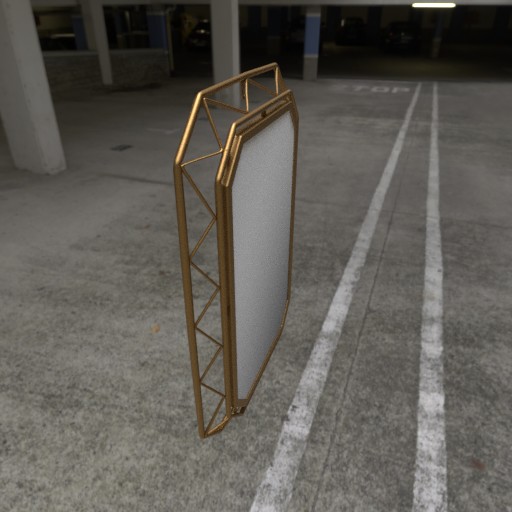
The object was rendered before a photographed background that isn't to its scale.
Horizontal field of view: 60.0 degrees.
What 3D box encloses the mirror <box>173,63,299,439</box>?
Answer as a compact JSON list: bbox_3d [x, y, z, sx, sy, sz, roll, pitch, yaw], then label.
[{"bbox_3d":[0.000,0.000,0.735,0.042,0.566,0.417,10,32,17],"label":"mirror"}]
